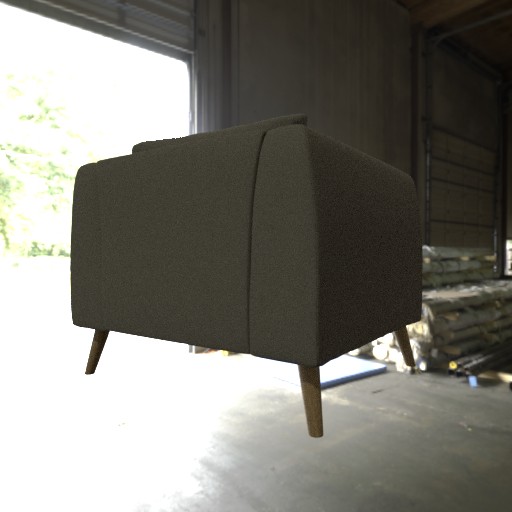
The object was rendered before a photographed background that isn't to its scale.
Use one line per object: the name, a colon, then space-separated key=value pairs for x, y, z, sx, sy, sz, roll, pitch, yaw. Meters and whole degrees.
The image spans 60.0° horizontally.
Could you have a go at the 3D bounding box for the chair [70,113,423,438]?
chair: x=0.000 y=0.000 z=1.673 sx=1.000 sy=0.860 sz=0.930 roll=1 pitch=1 yaw=35
